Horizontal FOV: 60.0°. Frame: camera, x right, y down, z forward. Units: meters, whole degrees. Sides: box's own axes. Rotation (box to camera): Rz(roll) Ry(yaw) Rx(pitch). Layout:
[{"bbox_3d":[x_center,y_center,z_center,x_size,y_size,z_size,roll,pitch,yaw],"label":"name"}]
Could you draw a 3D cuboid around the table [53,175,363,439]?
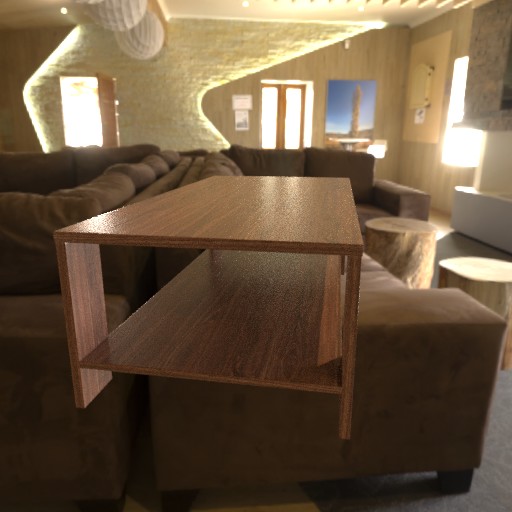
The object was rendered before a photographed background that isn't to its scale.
[{"bbox_3d":[0.000,0.000,1.449,0.600,0.400,1.200,3,16,10],"label":"table"}]
